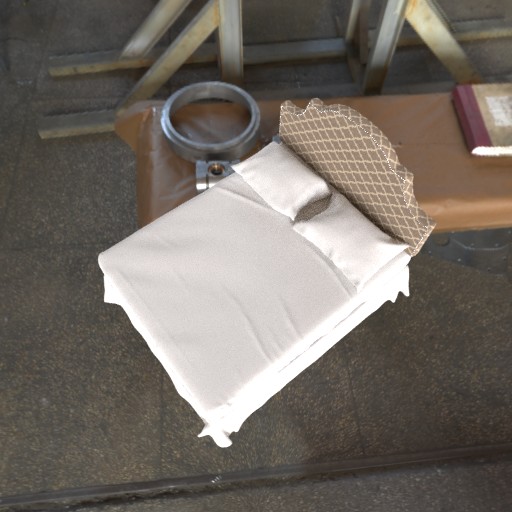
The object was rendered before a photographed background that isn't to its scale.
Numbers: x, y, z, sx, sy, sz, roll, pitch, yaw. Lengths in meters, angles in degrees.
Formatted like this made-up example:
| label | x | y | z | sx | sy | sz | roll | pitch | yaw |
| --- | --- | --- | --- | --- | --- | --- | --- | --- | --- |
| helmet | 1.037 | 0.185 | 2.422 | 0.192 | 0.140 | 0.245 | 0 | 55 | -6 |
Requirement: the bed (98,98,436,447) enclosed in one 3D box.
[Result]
| label | x | y | z | sx | sy | sz | roll | pitch | yaw |
| --- | --- | --- | --- | --- | --- | --- | --- | --- | --- |
| bed | 0.000 | 0.000 | 3.425 | 2.222 | 1.633 | 1.780 | -35 | 66 | -18 |
